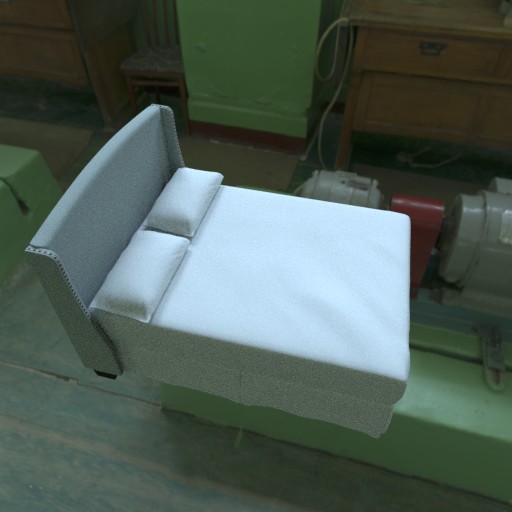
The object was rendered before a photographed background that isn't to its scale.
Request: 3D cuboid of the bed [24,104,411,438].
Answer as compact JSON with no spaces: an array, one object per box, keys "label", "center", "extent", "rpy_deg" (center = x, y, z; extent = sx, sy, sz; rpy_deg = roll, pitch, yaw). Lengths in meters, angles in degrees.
[{"label":"bed","center":[0.000,0.000,3.235],"extent":[2.237,1.407,1.710],"rpy_deg":[10,47,10]}]
